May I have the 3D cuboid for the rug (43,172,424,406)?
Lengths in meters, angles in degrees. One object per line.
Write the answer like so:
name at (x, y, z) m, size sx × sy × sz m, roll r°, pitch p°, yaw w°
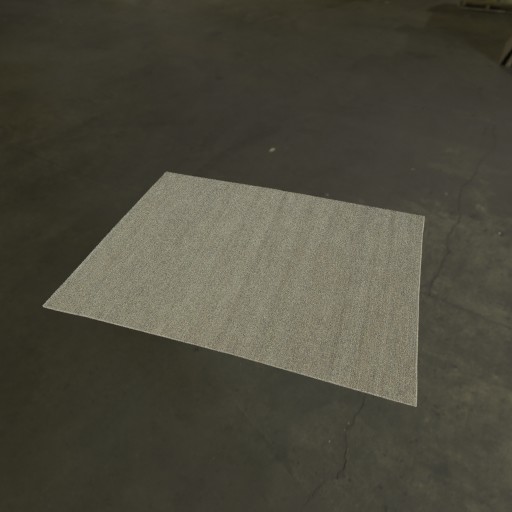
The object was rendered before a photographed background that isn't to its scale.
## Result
rug at (0.000, 0.000, 5.010) m, size 3.626 × 0.051 × 2.757 m, roll 12°, pitch 42°, yaw 13°
